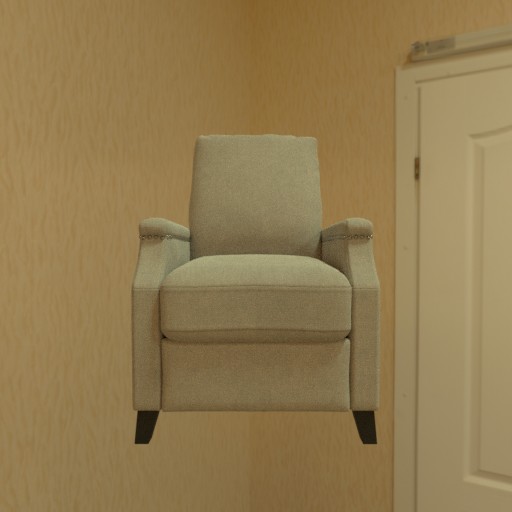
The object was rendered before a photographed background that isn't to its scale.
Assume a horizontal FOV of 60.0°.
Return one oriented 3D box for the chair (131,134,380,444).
[{"bbox_3d":[0.000,0.000,1.656,0.710,1.049,0.922,0,2,0],"label":"chair"}]
